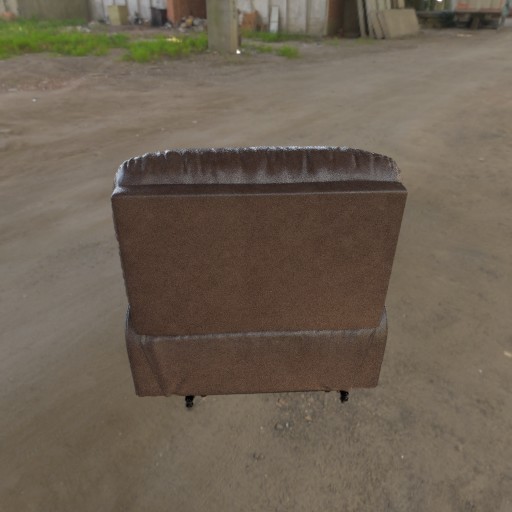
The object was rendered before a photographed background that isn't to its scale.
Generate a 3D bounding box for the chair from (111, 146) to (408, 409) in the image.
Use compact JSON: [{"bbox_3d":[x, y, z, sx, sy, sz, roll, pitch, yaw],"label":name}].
[{"bbox_3d":[0.000,0.000,1.751,0.940,1.041,0.879,-1,31,-2],"label":"chair"}]
